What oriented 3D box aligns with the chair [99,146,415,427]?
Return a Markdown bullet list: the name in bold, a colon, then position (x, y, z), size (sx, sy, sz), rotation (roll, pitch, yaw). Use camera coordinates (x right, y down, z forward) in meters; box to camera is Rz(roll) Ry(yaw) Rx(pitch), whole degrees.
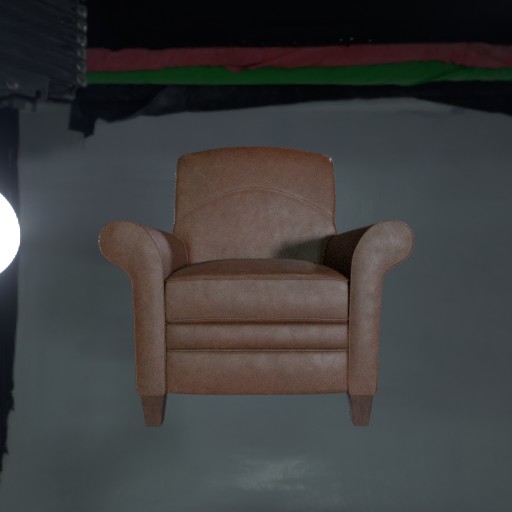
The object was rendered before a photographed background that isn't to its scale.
- **chair**: position (0.000, 0.000, 1.803), size (0.978, 1.061, 0.902), rotation (0, 1, -1)
